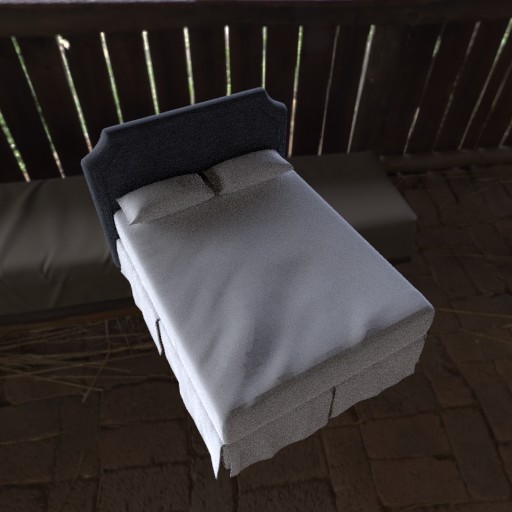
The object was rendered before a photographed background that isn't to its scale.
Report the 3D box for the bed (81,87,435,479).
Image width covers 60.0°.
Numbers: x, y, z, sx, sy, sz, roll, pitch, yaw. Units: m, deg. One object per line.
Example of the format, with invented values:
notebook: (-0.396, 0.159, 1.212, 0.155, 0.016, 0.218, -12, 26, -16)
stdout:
bed: (0.000, 0.000, 3.110, 1.693, 1.290, 2.116, -22, 51, -19)
